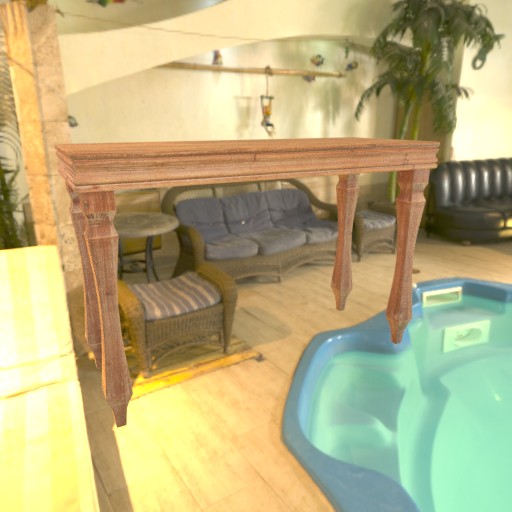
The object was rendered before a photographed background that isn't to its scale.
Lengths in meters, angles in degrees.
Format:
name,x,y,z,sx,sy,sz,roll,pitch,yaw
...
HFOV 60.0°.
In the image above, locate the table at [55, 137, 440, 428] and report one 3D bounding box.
name,x,y,z,sx,sy,sz,roll,pitch,yaw
table,0.000,0.000,1.764,1.330,0.873,0.522,-9,19,-26
